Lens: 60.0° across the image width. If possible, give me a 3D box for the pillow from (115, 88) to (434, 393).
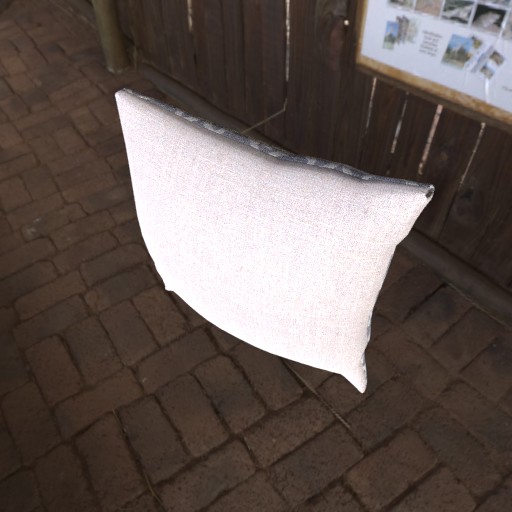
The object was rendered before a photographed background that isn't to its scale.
[{"bbox_3d":[0.000,0.000,0.794,0.508,0.498,0.215,23,51,21],"label":"pillow"}]
